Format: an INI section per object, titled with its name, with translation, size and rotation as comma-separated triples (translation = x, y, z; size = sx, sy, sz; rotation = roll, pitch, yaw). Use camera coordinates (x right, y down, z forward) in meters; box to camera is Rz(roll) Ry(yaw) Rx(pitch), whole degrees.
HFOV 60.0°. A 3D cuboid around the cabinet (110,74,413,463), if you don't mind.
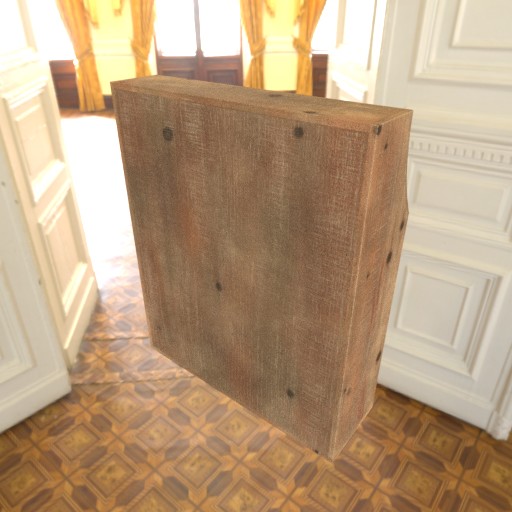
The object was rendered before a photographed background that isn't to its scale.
[cabinet]
translation = 0.000, 0.000, 0.830
size = 0.489, 0.590, 0.184
rotation = 22, 36, 32
